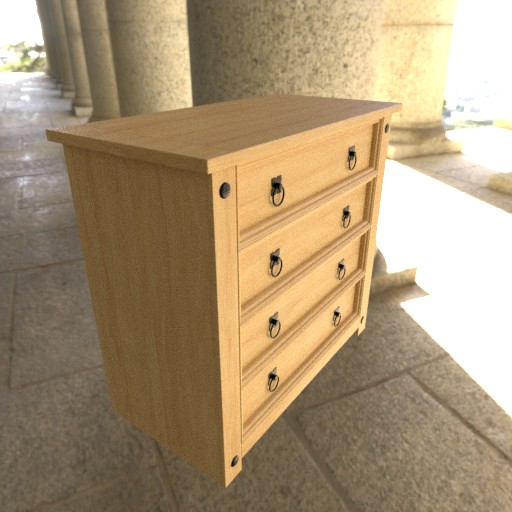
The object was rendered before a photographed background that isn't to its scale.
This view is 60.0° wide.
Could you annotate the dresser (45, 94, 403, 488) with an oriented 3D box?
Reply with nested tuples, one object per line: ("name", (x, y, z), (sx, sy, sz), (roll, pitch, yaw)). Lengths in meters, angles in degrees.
("dresser", (0.000, 0.000, 1.184), (0.410, 0.730, 0.800), (18, 31, 32))
